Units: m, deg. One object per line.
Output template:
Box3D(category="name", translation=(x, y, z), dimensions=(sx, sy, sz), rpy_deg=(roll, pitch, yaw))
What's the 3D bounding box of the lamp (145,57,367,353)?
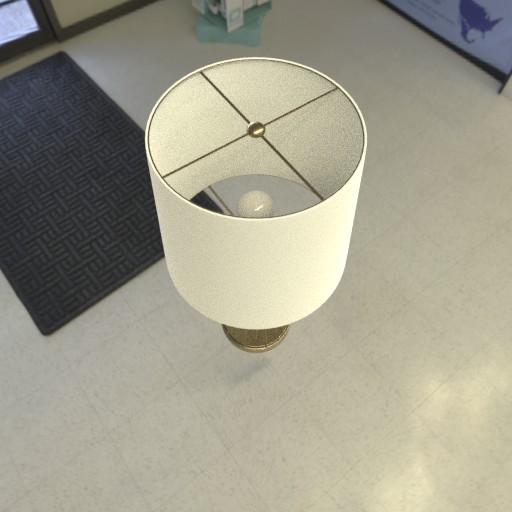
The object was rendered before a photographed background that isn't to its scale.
Box3D(category="lamp", translation=(0.000, 0.000, 0.783), dimensions=(0.303, 0.618, 0.303), rpy_deg=(0, 61, 0))
